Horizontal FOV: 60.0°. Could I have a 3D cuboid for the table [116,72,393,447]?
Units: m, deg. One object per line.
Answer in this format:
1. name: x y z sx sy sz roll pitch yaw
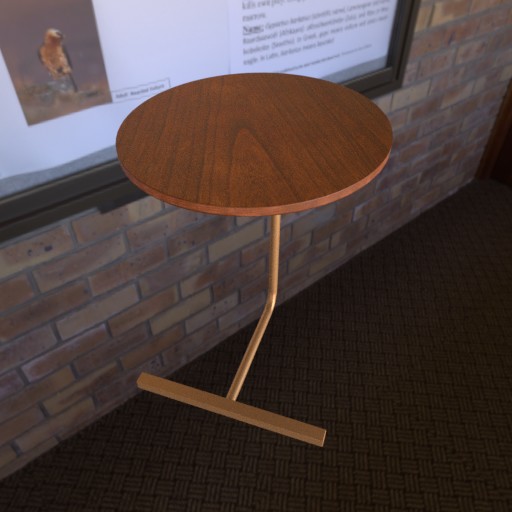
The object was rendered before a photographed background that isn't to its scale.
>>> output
1. table: 0.000 0.000 1.117 0.530 0.706 0.577 13 43 14
